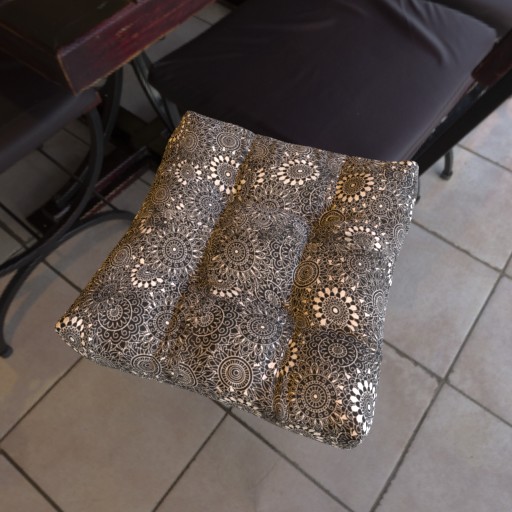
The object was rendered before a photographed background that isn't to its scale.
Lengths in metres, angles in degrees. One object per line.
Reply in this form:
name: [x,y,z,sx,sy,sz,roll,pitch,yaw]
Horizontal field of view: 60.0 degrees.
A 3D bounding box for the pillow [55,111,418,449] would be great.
pillow: [0.000,0.000,0.739,0.468,0.128,0.490,16,61,9]
